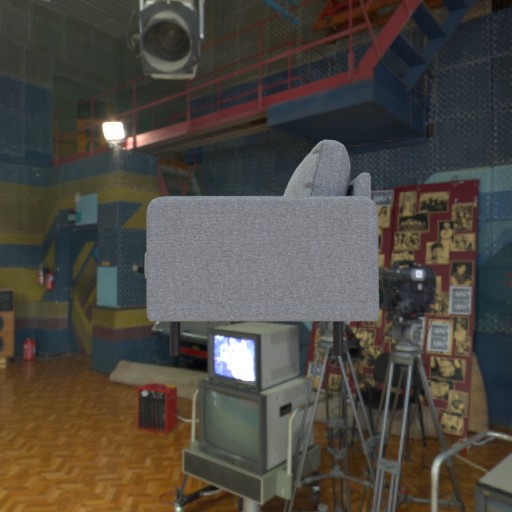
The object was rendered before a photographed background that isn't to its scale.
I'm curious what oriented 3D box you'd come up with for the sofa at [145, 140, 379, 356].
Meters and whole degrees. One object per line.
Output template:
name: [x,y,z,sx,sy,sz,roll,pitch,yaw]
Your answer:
sofa: [0.000,0.000,2.685,0.880,0.880,2.200,0,-1,0]
